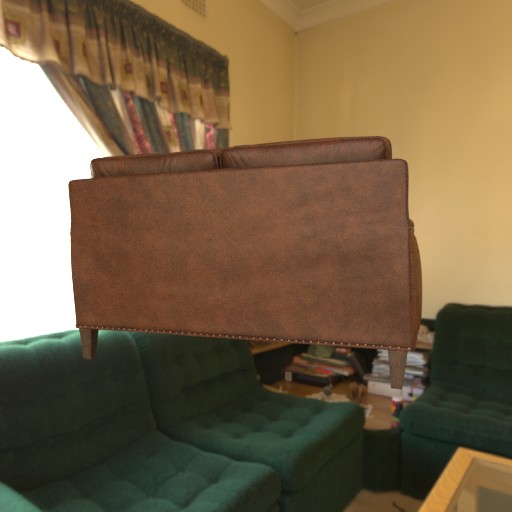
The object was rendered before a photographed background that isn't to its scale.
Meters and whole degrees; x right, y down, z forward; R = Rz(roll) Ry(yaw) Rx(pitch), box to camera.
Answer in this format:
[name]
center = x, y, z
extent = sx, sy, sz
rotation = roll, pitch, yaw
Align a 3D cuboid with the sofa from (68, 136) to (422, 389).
[sofa]
center = 0.000, 0.000, 2.325
extent = 1.628, 1.003, 1.083
rotation = 0, 1, 19
